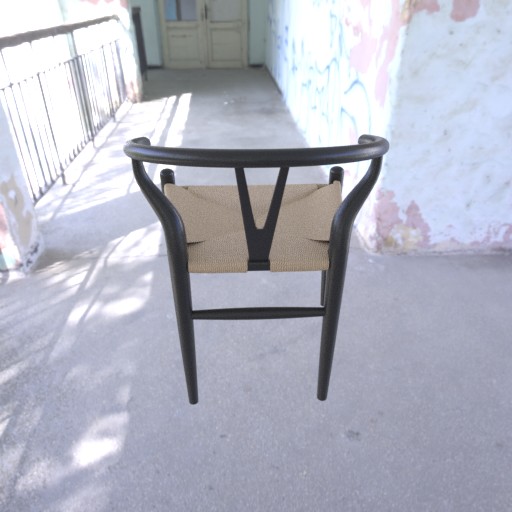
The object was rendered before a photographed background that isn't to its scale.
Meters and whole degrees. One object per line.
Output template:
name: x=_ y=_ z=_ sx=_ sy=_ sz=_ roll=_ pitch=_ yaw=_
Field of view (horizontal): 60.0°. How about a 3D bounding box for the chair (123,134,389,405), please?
chair: x=0.000 y=0.000 z=1.150 sx=0.570 sy=0.739 sz=0.570 roll=-1 pitch=31 yaw=-2
